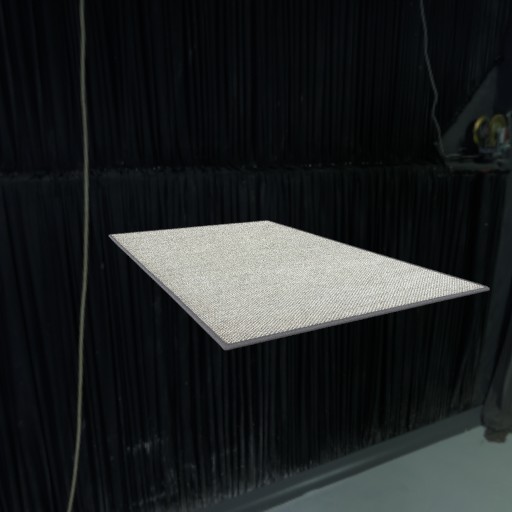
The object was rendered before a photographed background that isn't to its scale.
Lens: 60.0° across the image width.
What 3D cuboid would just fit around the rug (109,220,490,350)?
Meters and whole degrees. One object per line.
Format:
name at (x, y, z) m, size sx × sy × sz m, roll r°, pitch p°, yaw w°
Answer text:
rug at (0.000, 0.000, 2.103) m, size 1.067 × 0.013 × 1.676 m, roll -7°, pitch 16°, yaw -27°
